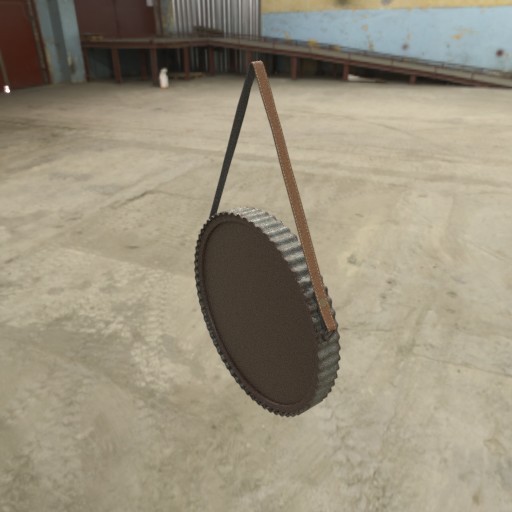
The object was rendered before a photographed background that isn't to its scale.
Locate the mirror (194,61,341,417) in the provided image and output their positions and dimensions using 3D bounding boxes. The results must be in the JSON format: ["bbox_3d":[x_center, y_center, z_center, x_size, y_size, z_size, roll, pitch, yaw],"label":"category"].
[{"bbox_3d":[0.000,0.000,0.705,0.042,0.568,0.355,-18,32,-32],"label":"mirror"}]
